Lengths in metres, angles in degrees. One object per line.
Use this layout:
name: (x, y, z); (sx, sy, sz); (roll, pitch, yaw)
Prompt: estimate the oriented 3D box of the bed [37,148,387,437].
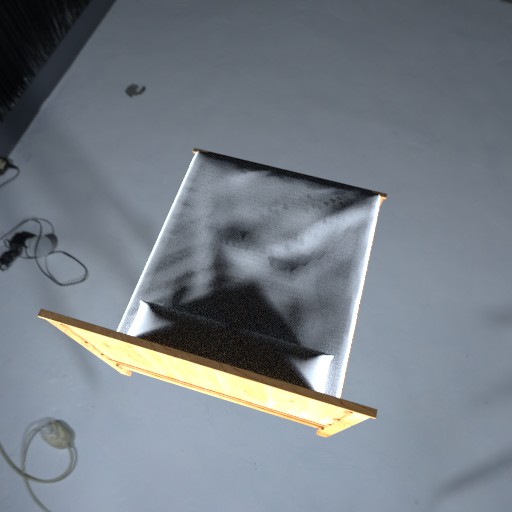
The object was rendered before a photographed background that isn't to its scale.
bed: (0.000, 0.000, 3.610); (1.936, 1.686, 2.201); (15, 65, 7)
